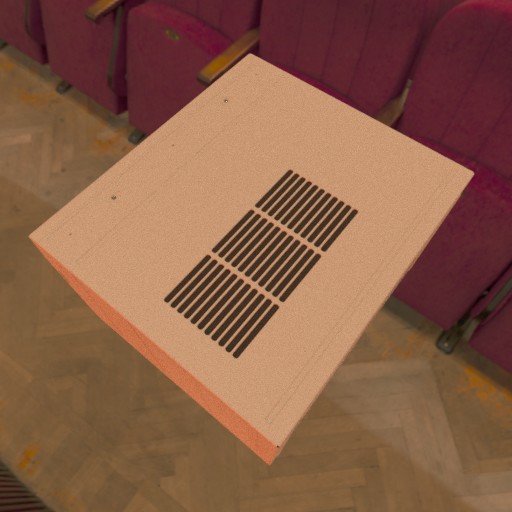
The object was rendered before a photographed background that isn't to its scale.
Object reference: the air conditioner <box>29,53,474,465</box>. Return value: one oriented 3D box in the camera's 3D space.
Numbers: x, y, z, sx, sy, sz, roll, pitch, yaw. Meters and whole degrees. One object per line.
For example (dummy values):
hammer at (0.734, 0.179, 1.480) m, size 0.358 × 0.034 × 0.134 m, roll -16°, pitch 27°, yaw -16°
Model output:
air conditioner at (0.000, 0.000, 1.043) m, size 0.599 × 0.455 × 0.645 m, roll 35°, pitch 67°, yaw 17°
